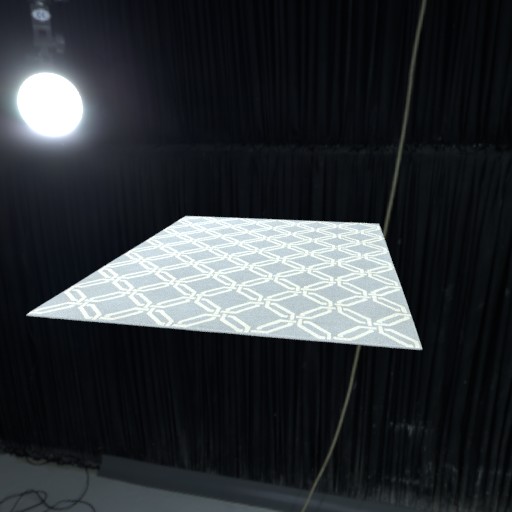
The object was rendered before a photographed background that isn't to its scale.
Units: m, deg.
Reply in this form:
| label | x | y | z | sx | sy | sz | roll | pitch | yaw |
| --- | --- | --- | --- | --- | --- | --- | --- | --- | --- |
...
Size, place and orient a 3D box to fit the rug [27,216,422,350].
| label | x | y | z | sx | sy | sz | roll | pitch | yaw |
| --- | --- | --- | --- | --- | --- | --- | --- | --- | --- |
| rug | 0.000 | 0.000 | 3.839 | 2.288 | 0.018 | 2.895 | 3 | 17 | 10 |
